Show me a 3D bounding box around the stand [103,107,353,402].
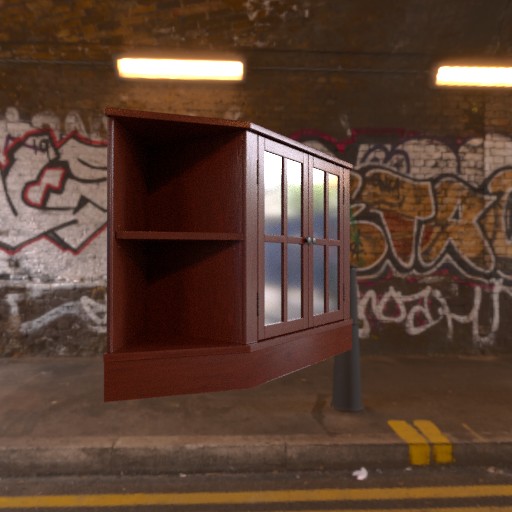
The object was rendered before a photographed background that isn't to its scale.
[{"bbox_3d":[0.000,0.000,1.351,0.381,0.614,1.072,0,-1,36],"label":"stand"}]
